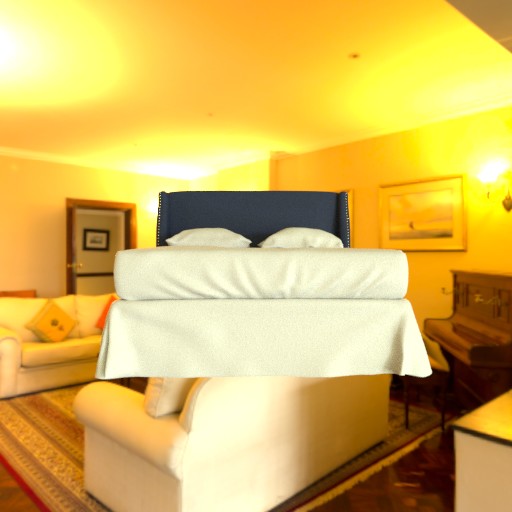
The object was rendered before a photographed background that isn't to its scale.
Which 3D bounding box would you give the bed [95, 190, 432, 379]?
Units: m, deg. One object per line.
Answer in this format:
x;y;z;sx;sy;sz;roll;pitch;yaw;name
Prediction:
0.000;0.000;3.444;1.925;1.332;2.276;0;0;-1;bed
